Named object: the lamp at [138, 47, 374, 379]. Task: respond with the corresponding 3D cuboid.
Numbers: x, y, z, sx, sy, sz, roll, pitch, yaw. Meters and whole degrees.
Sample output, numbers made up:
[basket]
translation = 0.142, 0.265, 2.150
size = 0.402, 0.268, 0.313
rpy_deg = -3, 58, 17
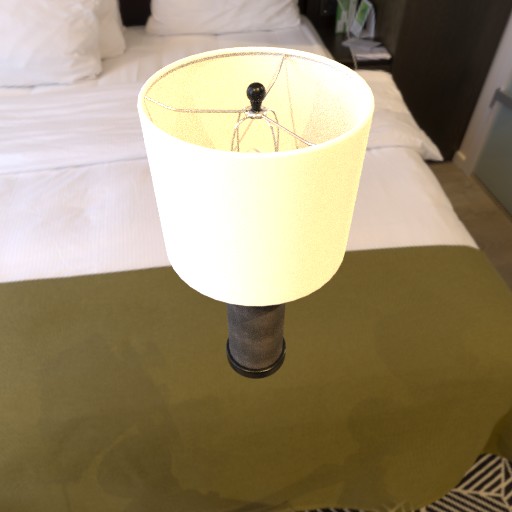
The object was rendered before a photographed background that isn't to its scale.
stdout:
[lamp]
translation = 0.000, 0.000, 0.797
size = 0.305, 0.634, 0.305
rpy_deg = -31, 53, -27
